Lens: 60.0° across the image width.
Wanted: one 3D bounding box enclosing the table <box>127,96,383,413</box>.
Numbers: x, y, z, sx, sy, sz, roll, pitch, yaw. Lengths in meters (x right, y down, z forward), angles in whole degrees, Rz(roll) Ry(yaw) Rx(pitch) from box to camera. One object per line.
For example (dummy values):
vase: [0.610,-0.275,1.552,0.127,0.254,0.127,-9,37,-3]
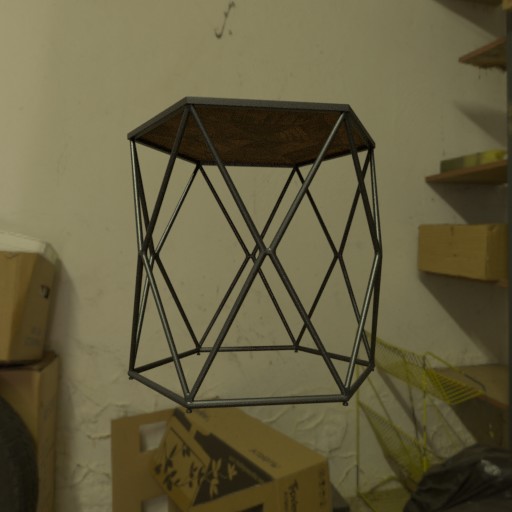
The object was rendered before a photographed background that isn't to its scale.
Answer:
table: [0.000,0.000,1.055,0.579,0.564,0.578,1,-1,-37]
